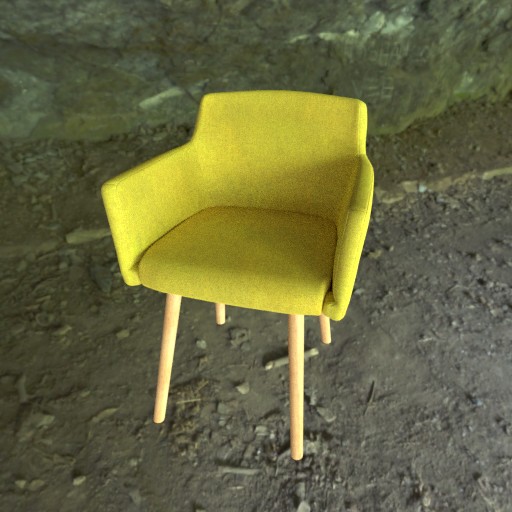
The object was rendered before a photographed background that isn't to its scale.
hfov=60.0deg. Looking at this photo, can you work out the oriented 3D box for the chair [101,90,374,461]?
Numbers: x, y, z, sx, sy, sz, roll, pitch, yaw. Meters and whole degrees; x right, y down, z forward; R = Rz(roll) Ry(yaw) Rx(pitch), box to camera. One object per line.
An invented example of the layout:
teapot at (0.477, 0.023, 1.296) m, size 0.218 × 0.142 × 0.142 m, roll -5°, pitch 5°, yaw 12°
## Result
chair at (0.000, 0.000, 1.187) m, size 0.570 × 0.780 × 0.570 m, roll 8°, pitch 28°, yaw 15°
